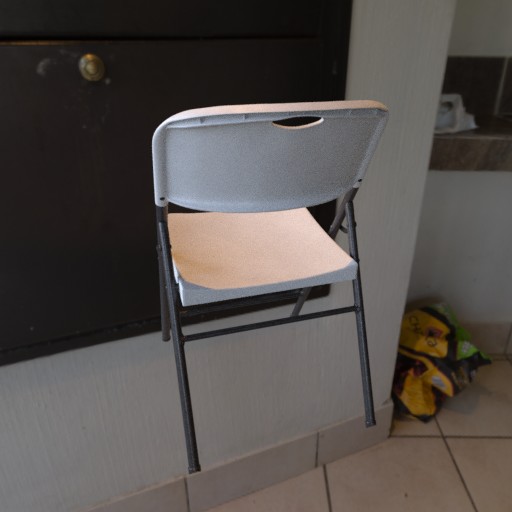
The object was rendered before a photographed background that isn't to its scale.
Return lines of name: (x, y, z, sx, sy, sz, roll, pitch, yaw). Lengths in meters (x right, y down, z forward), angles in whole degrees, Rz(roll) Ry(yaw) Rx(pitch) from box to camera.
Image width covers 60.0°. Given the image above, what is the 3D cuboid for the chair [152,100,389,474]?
chair: (0.000, 0.000, 1.144, 0.494, 0.810, 0.566, -8, 27, -16)
